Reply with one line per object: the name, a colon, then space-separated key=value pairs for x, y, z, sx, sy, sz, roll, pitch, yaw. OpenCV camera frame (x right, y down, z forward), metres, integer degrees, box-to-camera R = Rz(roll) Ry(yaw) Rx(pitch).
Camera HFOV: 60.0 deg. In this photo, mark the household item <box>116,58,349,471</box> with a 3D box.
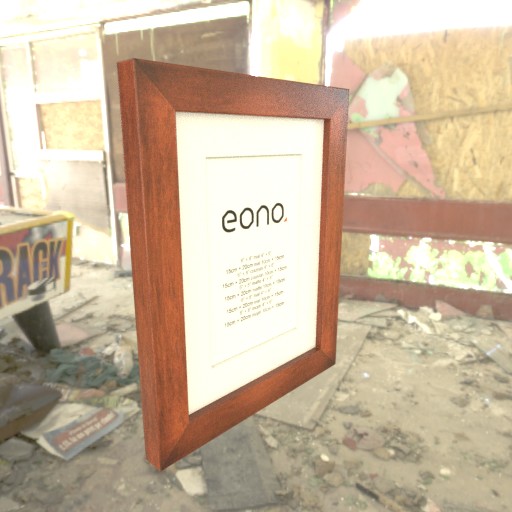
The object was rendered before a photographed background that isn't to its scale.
household item: x=0.000 y=0.000 z=0.334 sx=0.020 sy=0.250 sz=0.200 roll=14 pitch=20 yaw=42
